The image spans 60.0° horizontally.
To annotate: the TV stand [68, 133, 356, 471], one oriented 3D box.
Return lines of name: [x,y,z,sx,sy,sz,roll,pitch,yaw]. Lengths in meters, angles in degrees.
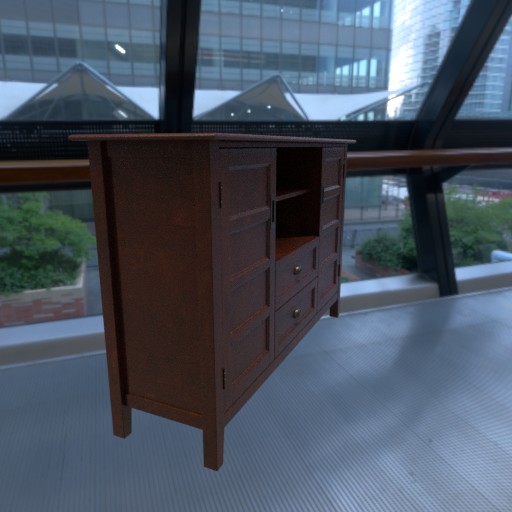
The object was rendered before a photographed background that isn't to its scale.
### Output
TV stand: [0.000,0.000,1.782,0.445,0.915,1.372,6,15,24]
